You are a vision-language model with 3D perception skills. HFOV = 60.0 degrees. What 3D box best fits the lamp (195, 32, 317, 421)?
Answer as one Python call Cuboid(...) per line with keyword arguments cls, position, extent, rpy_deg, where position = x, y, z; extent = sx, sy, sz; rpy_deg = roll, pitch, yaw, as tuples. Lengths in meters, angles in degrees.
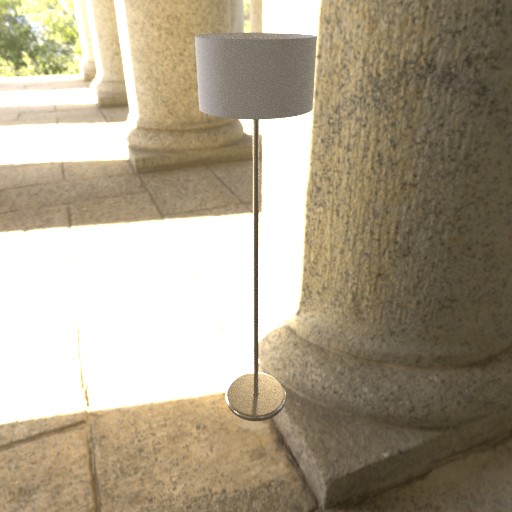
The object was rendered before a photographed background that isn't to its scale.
Cuboid(cls="lamp", position=(0.000, 0.000, 1.618), extent=(0.347, 1.443, 0.347), rpy_deg=(21, 36, 33))
